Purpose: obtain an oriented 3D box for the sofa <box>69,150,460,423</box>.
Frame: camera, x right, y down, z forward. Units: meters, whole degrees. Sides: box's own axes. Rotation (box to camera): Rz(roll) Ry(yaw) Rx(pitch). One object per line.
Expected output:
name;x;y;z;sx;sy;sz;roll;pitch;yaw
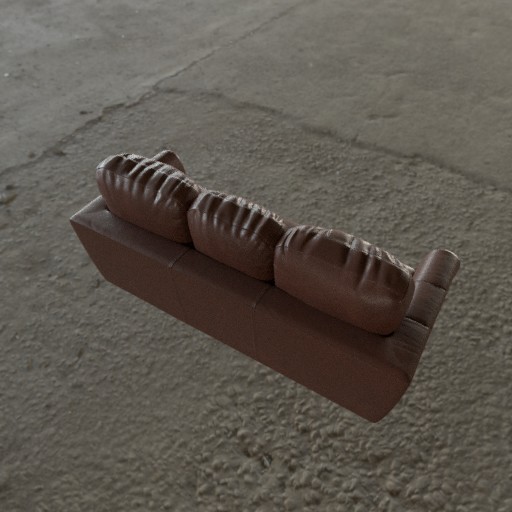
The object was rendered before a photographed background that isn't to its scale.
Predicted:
sofa;0.000;0.000;2.337;1.862;0.915;0.802;23;49;22
